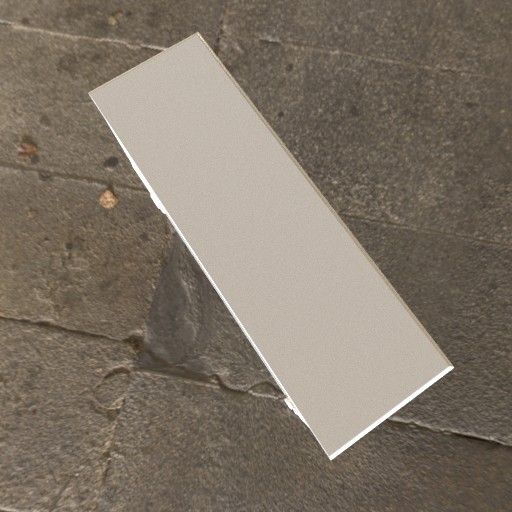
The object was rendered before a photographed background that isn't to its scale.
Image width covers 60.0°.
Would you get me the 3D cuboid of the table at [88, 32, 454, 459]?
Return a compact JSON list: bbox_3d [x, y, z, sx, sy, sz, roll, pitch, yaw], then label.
[{"bbox_3d":[0.000,0.000,1.585,0.384,0.808,1.197,-33,78,-8],"label":"table"}]
